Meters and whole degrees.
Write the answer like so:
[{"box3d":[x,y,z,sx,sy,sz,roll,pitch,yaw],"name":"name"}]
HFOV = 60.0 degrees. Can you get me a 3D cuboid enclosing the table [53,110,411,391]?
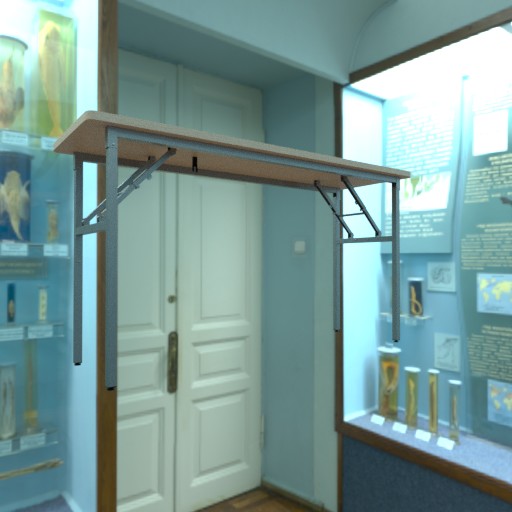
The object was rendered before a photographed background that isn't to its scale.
[{"box3d":[0.000,0.000,1.733,1.397,0.750,0.446,1,-1,-36],"name":"table"}]
